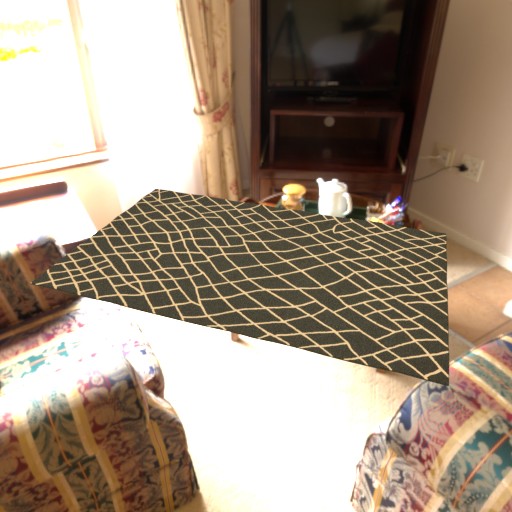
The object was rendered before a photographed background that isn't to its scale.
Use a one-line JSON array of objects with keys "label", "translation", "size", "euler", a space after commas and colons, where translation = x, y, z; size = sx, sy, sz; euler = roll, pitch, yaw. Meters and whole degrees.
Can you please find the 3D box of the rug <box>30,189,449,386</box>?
[{"label": "rug", "translation": [0.000, 0.000, 3.013], "size": [2.448, 0.017, 1.529], "euler": [11, 34, 16]}]
